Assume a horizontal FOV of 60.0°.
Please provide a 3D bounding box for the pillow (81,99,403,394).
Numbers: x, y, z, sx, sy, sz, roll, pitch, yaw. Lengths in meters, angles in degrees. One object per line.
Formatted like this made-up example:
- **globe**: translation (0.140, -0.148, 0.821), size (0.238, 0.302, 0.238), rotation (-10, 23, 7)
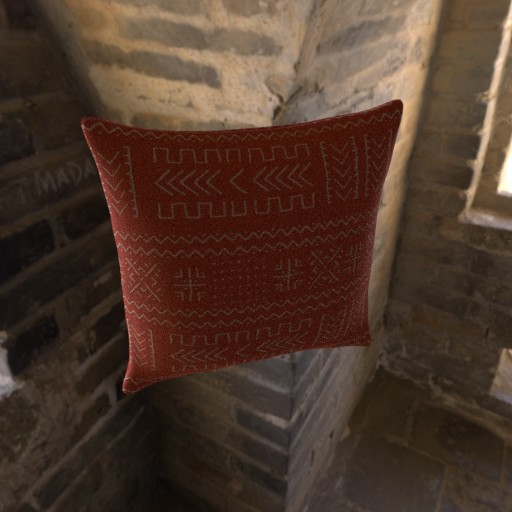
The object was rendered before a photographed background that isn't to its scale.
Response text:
- **pillow**: translation (0.000, 0.000, 0.663), size (0.438, 0.429, 0.164), rotation (-8, 28, -15)
